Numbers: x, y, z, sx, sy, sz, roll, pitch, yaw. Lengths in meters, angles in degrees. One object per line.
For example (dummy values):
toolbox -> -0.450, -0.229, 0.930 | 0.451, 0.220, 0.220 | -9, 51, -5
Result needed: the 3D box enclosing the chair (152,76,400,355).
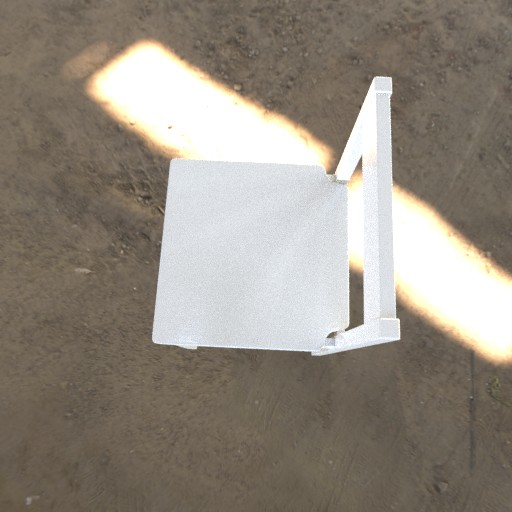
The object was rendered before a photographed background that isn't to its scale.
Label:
chair -> 0.000, 0.000, 0.889 | 0.361, 0.668, 0.367 | 3, 76, 1
